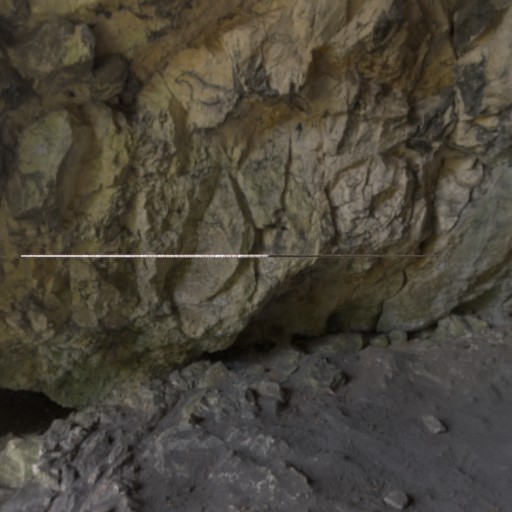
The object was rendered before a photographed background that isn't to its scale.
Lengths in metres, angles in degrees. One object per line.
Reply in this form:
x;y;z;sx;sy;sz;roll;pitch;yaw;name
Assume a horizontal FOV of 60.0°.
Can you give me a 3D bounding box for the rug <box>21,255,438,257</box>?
0.000;0.000;3.837;2.286;0.013;2.894;0;0;37;rug
